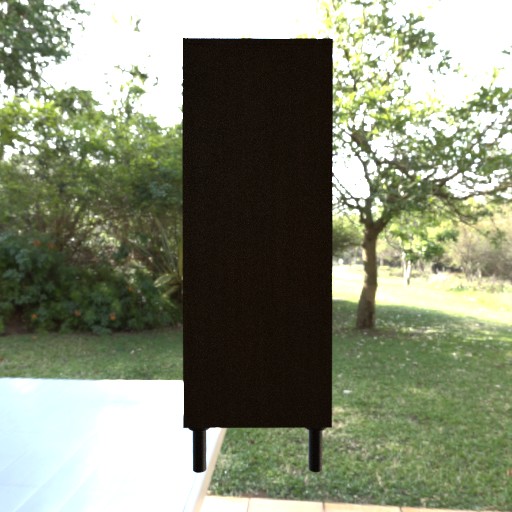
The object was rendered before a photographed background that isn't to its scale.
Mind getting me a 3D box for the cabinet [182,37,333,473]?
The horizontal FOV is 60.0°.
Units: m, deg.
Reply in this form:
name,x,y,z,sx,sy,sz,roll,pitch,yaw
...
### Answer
name,x,y,z,sx,sy,sz,roll,pitch,yaw
cabinet,0.000,0.000,1.686,0.400,1.170,1.010,0,1,-1
